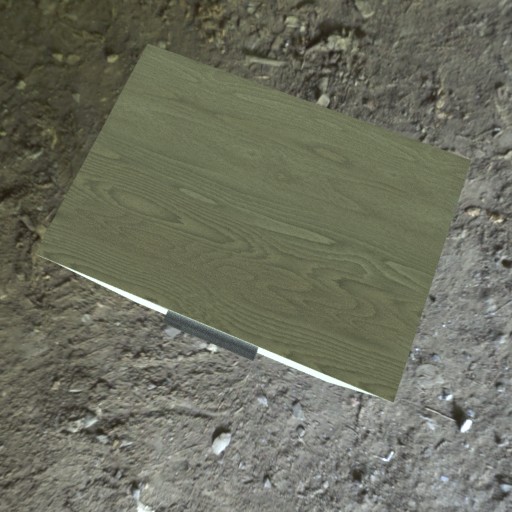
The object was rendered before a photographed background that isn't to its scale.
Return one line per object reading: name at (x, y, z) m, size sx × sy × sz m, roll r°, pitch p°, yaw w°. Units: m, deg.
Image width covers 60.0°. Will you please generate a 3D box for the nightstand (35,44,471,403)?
nightstand at (0.000, 0.000, 0.756) m, size 0.442 × 0.461 × 0.325 m, roll 22°, pitch 78°, yaw 5°
